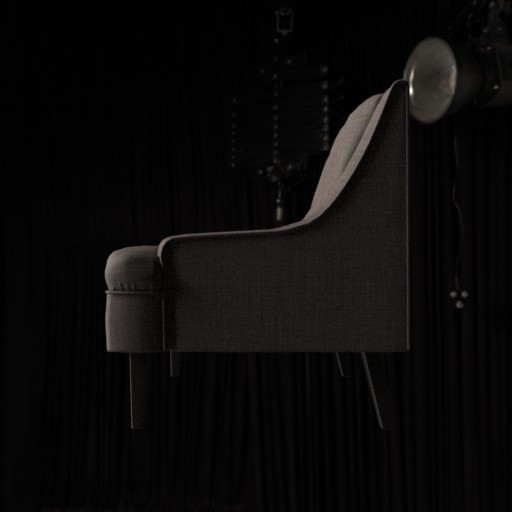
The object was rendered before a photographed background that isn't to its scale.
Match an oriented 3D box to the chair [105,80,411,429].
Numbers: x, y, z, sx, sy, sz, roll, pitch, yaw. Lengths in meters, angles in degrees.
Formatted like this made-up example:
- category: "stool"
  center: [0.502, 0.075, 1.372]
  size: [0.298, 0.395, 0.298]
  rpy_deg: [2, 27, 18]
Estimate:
- category: "chair"
  center: [0.000, 0.000, 1.409]
  size: [0.771, 0.891, 0.655]
  rpy_deg: [0, -1, 0]
